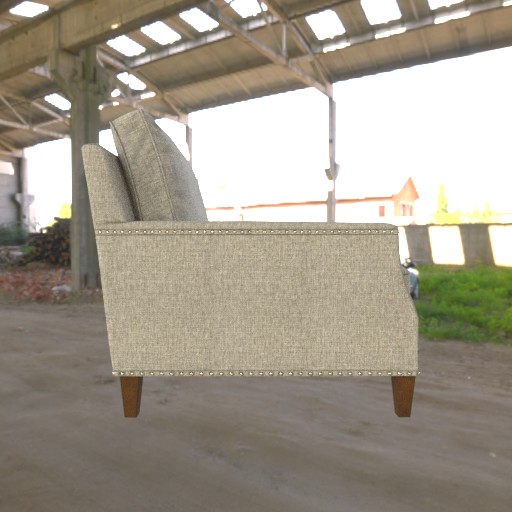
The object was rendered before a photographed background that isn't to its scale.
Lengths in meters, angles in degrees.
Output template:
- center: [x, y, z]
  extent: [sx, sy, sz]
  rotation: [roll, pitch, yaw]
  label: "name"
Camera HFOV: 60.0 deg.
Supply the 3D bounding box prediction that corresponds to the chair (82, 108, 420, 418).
- center: [0.000, 0.000, 1.705]
  extent: [1.014, 0.943, 0.853]
  rotation: [0, 1, 0]
  label: "chair"
